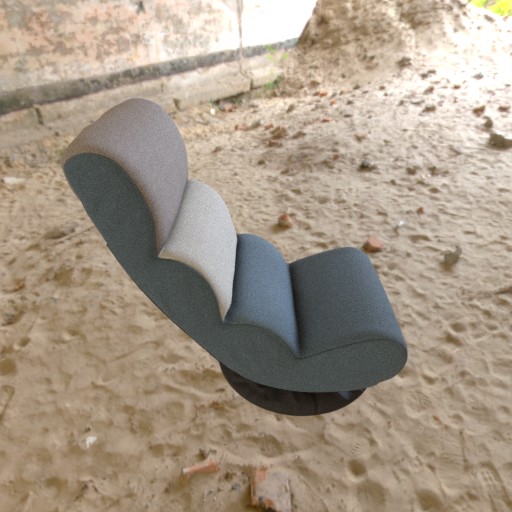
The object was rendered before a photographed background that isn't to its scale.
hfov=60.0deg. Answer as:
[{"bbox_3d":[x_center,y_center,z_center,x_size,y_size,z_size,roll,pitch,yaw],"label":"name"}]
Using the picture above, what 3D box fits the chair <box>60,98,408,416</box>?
[{"bbox_3d":[0.000,0.000,1.030,0.661,0.641,0.420,0,32,0],"label":"chair"}]
